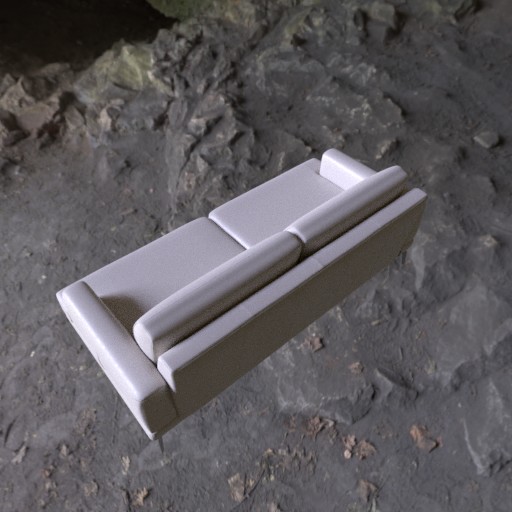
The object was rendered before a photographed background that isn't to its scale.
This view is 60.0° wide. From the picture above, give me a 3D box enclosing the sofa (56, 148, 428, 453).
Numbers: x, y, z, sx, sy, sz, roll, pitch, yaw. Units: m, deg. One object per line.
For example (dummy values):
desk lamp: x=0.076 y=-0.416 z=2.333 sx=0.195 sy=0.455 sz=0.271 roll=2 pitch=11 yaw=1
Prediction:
sofa: x=0.000 y=0.000 z=2.464 sx=1.940 sy=0.765 sz=0.974 roll=-32 pitch=54 yaw=-27
